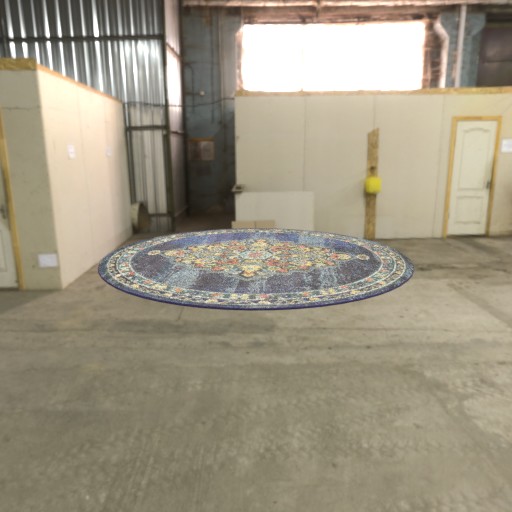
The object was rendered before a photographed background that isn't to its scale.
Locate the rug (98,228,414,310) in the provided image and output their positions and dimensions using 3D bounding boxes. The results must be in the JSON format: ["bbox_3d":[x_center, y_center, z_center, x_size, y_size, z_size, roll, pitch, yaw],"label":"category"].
[{"bbox_3d":[0.000,0.000,3.536,2.386,0.014,2.386,0,14,0],"label":"rug"}]
